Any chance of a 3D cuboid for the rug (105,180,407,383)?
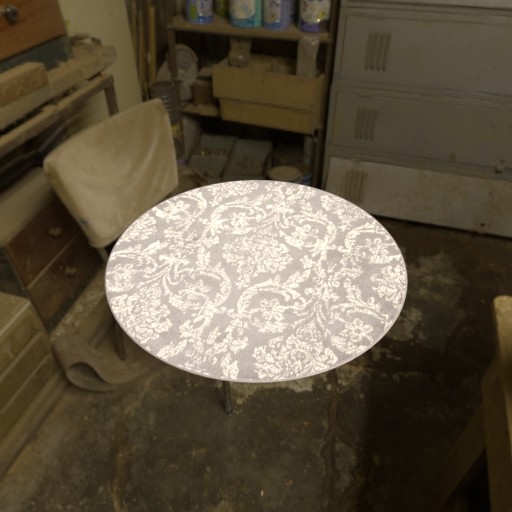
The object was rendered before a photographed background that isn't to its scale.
[{"bbox_3d":[0.000,0.000,2.410,1.593,0.012,1.593,0,40,0],"label":"rug"}]
